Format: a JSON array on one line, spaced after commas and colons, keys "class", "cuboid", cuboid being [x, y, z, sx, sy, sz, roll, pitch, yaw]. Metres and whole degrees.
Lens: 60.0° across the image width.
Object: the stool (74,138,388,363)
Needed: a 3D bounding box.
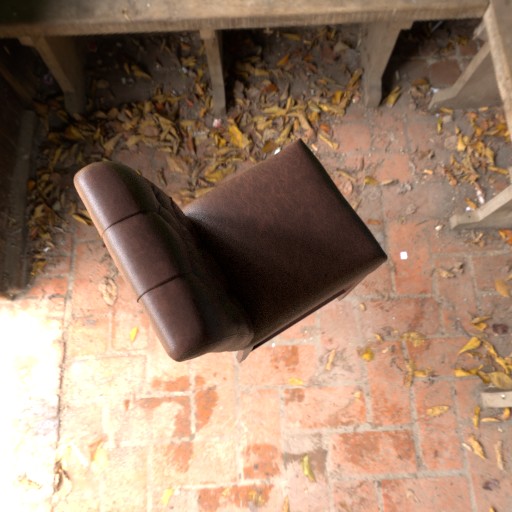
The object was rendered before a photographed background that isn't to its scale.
[{"class": "stool", "cuboid": [0.000, 0.000, 1.432, 0.660, 1.084, 0.486, -31, 76, -8]}]
